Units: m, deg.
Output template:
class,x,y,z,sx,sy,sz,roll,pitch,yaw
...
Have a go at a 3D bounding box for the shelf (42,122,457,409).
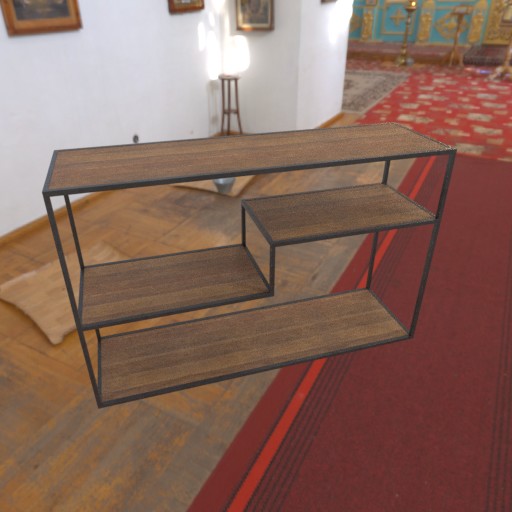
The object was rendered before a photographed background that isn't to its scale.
class,x,y,z,sx,sy,sz,roll,pitch,yaw
shelf,0.000,0.000,1.567,1.201,0.765,0.361,-9,32,-15
